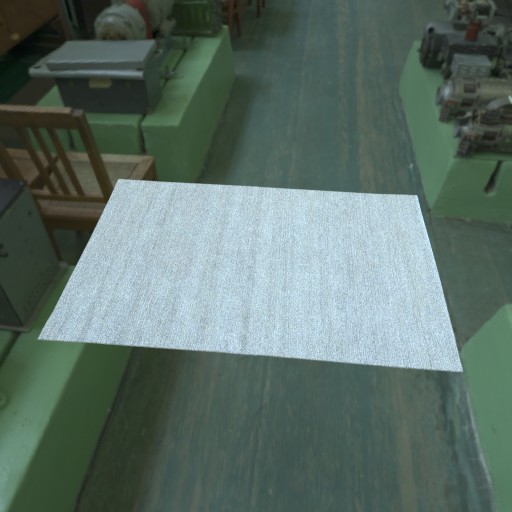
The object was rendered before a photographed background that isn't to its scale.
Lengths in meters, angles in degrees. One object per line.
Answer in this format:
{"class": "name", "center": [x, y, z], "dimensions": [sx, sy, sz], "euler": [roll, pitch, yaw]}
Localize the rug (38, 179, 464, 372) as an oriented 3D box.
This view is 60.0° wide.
{"class": "rug", "center": [0.000, 0.000, 2.277], "dimensions": [1.820, 0.022, 1.179], "euler": [4, 46, 4]}
